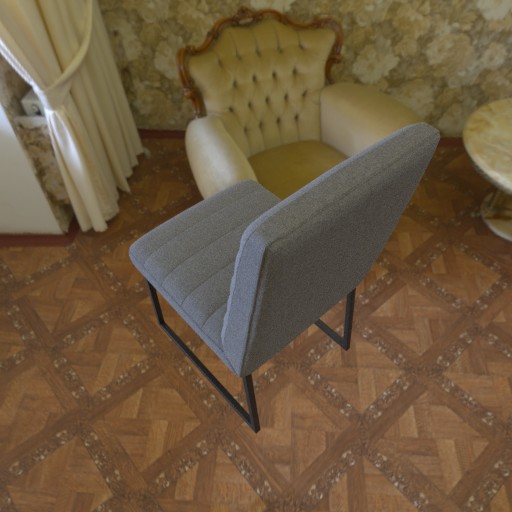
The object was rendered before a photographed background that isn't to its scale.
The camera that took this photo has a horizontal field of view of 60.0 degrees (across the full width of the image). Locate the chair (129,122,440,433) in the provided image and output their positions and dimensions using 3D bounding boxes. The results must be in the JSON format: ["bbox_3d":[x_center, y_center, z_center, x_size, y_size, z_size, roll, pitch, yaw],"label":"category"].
[{"bbox_3d":[0.000,0.000,1.298,0.520,0.930,0.634,-34,56,-27],"label":"chair"}]
